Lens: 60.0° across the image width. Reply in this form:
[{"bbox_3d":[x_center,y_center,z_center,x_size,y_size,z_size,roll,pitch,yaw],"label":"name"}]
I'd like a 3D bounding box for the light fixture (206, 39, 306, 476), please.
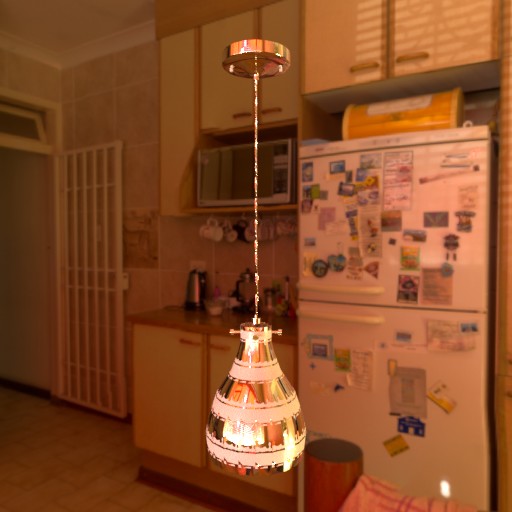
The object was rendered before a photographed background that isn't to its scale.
[{"bbox_3d":[0.000,0.000,1.632,0.374,1.457,0.374,0,2,1],"label":"light fixture"}]
